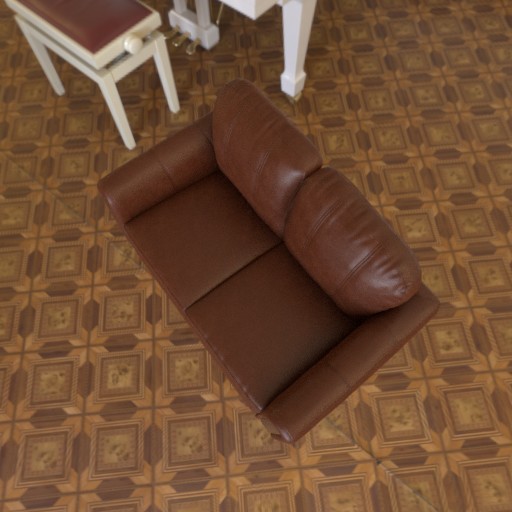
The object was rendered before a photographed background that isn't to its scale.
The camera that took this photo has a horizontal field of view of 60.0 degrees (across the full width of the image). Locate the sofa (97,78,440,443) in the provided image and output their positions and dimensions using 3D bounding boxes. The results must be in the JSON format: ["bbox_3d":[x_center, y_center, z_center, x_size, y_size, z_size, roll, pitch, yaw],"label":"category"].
[{"bbox_3d":[0.000,0.000,1.993,0.805,0.906,1.406,-35,69,-15],"label":"sofa"}]
